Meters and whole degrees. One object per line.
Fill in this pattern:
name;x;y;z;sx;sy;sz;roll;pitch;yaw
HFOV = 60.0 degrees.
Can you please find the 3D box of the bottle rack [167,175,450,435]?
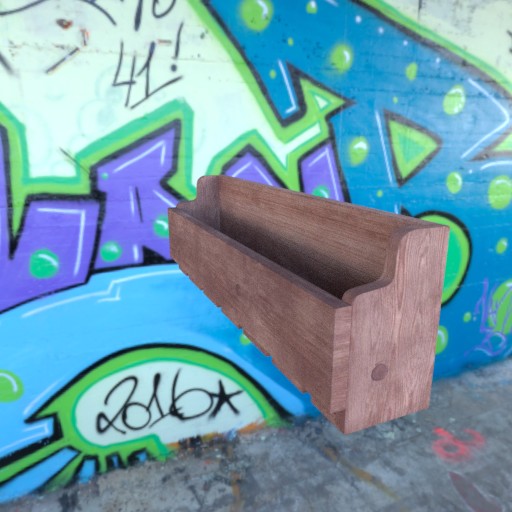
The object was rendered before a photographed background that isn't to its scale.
bottle rack;0.000;0.000;0.685;0.126;0.196;0.608;-7;17;-24
